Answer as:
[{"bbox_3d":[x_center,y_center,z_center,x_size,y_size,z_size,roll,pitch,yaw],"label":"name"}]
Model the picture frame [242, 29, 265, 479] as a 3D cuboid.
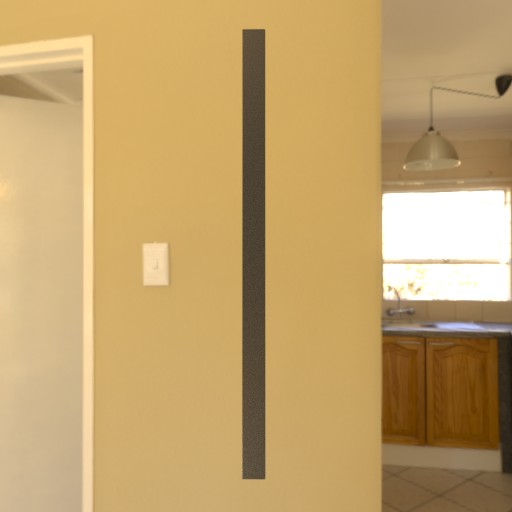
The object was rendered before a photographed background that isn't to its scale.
[{"bbox_3d":[0.000,0.000,0.828,0.029,0.557,0.559,0,-1,1],"label":"picture frame"}]
